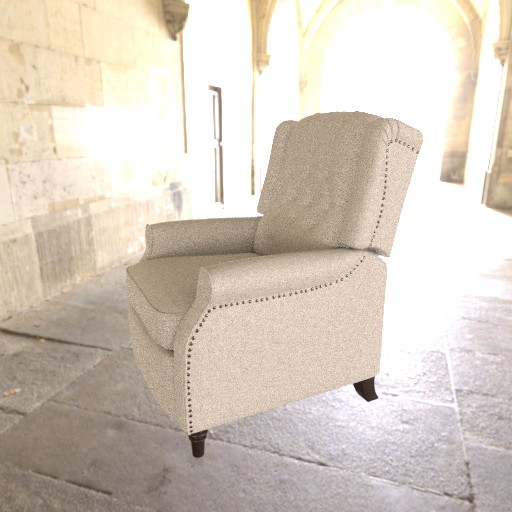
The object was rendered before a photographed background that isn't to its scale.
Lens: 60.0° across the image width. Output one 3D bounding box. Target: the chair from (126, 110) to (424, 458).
[{"bbox_3d":[0.000,0.000,1.642,0.902,1.035,0.742,-8,18,-26],"label":"chair"}]
